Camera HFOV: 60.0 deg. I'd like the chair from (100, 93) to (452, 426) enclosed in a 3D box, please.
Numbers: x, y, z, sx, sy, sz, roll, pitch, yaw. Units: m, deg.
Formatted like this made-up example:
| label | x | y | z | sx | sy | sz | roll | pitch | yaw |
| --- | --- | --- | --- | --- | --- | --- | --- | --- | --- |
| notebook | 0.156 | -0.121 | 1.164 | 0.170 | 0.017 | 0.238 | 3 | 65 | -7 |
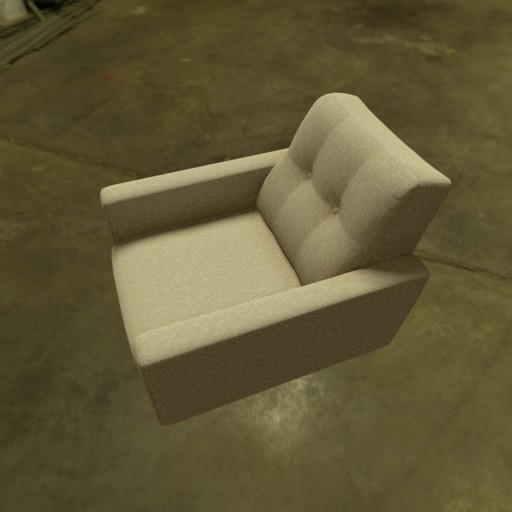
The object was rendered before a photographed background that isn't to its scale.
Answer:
| label | x | y | z | sx | sy | sz | roll | pitch | yaw |
| --- | --- | --- | --- | --- | --- | --- | --- | --- | --- |
| chair | 0.000 | 0.000 | 1.808 | 1.128 | 0.965 | 0.897 | -15 | 49 | -14 |
